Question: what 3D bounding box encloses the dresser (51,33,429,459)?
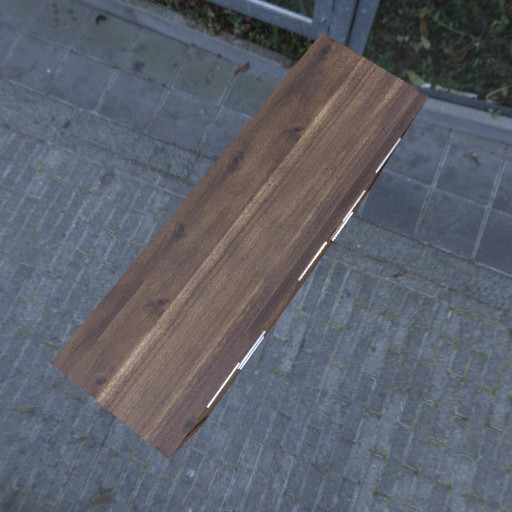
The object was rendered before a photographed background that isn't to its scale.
[{"bbox_3d":[0.000,0.000,1.803,0.438,0.892,1.387,35,78,9],"label":"dresser"}]
